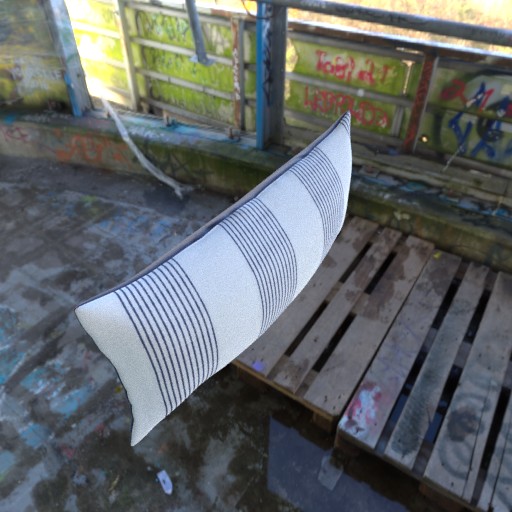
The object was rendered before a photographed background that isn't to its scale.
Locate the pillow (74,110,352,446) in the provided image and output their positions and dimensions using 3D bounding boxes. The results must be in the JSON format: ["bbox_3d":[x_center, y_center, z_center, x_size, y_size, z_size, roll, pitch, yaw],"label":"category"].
[{"bbox_3d":[0.000,0.000,0.721,0.151,0.287,0.610,25,47,26],"label":"pillow"}]
